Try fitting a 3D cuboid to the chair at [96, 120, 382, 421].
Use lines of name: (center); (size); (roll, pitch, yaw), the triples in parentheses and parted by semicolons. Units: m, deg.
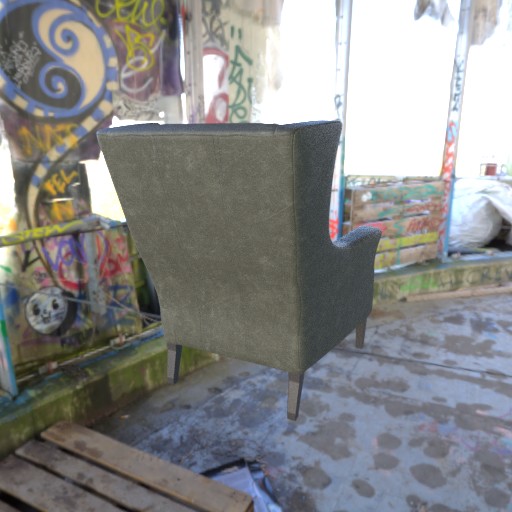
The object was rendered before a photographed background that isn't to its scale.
chair: (0.000, 0.000, 1.761); (0.853, 1.016, 0.926); (8, 17, 25)
